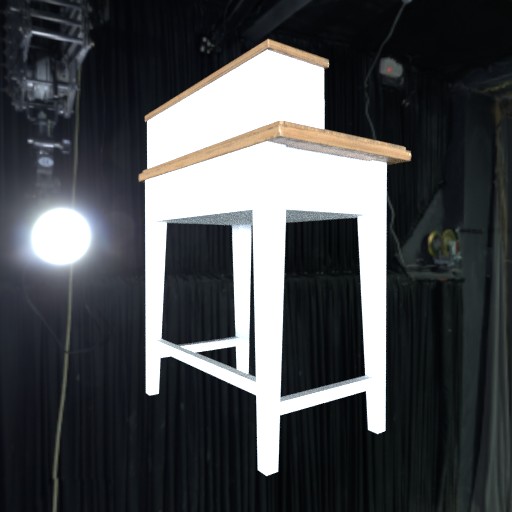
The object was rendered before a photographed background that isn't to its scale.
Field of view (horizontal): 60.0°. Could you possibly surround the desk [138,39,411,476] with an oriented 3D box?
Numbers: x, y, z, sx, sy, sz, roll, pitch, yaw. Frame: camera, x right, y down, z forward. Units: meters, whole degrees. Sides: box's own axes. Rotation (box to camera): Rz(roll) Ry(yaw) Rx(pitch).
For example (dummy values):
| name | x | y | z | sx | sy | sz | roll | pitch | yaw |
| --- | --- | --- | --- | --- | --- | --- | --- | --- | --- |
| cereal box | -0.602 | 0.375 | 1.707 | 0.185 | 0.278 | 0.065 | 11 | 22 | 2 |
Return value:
| name | x | y | z | sx | sy | sz | roll | pitch | yaw |
| --- | --- | --- | --- | --- | --- | --- | --- | --- | --- |
| desk | 0.000 | 0.000 | 1.416 | 0.462 | 0.981 | 0.814 | -1 | 1 | -36 |
